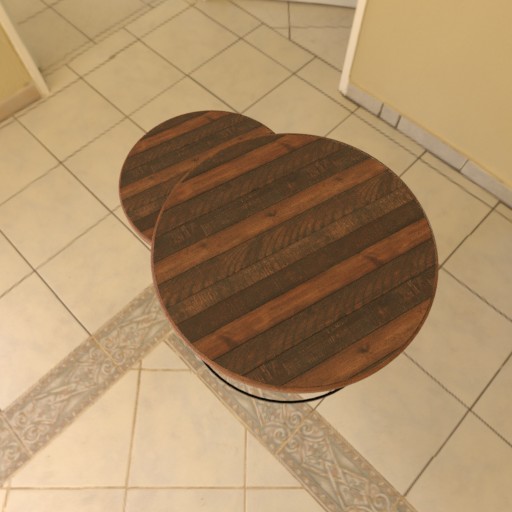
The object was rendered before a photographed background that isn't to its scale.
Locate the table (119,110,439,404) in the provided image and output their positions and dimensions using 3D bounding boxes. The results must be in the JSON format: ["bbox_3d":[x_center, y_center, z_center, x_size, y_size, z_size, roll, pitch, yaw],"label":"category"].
[{"bbox_3d":[0.000,0.000,1.611,1.152,0.516,0.870,32,68,14],"label":"table"}]
